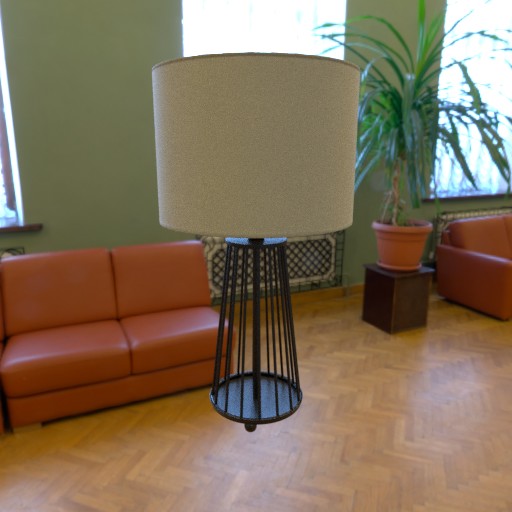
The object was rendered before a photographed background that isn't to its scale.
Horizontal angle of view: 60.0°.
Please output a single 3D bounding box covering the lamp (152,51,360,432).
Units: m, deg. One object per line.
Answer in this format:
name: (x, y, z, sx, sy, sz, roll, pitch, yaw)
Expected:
lamp: (0.000, 0.000, 0.770, 0.322, 0.593, 0.322, -7, 15, -26)
